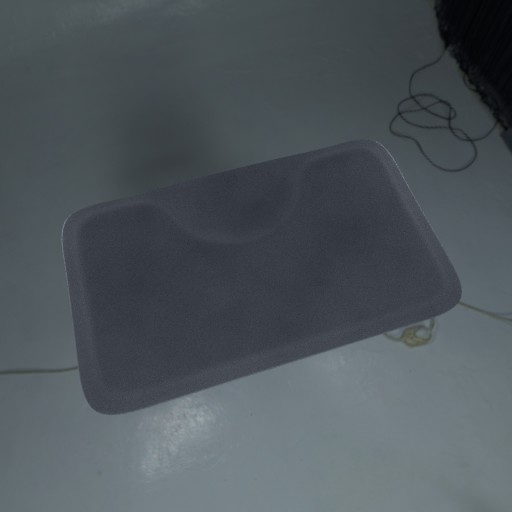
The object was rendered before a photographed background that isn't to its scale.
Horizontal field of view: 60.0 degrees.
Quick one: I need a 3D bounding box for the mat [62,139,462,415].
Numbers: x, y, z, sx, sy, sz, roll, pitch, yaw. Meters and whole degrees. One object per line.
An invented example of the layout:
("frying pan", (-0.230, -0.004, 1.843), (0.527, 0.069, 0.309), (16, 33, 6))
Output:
("mat", (0.000, 0.000, 1.835), (1.524, 0.013, 0.918), (-15, 64, -8))
